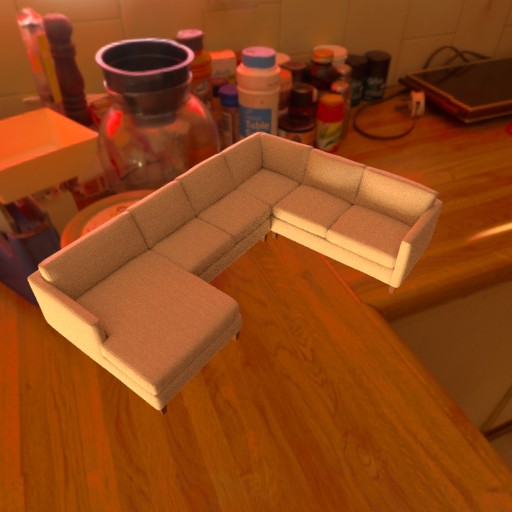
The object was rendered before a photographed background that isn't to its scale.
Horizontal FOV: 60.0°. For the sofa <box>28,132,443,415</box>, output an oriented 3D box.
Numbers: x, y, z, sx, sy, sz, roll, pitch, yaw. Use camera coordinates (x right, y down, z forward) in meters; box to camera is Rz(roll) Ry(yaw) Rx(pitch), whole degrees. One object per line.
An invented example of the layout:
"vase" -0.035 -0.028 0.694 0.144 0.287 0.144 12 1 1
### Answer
"sofa" 0.000 0.000 4.555 2.594 0.961 3.460 27 48 27
